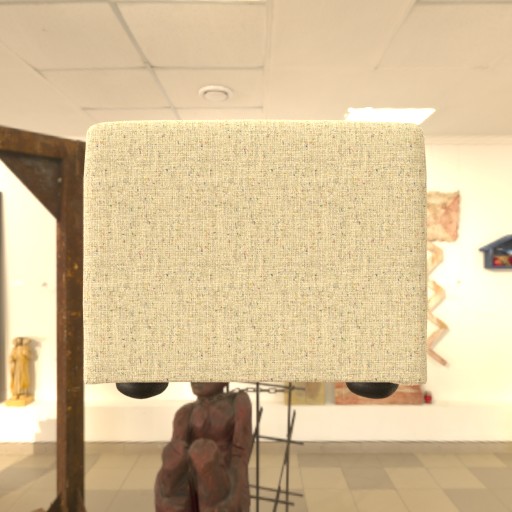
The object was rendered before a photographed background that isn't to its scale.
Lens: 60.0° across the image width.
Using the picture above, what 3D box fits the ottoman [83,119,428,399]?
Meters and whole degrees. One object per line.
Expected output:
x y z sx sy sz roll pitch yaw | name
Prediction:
0.000 0.000 0.900 0.521 0.453 0.512 0 0 0 | ottoman
